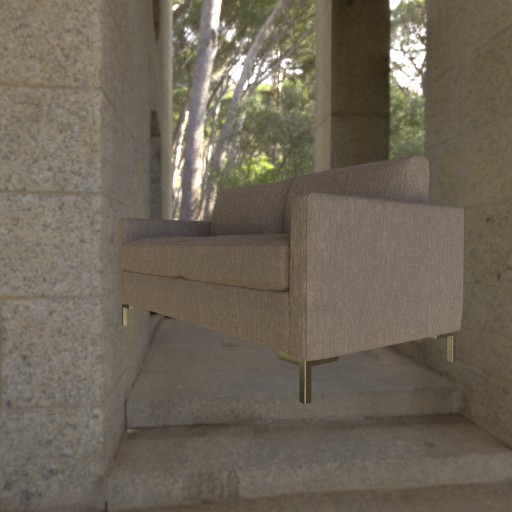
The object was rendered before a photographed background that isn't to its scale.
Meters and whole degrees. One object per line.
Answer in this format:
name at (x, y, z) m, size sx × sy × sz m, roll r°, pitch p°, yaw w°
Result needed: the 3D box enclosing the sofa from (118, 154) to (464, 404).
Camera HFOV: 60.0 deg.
sofa at (0.000, 0.000, 2.185) m, size 0.875 × 0.840 × 1.682 m, roll -1°, pitch 2°, yaw -36°
